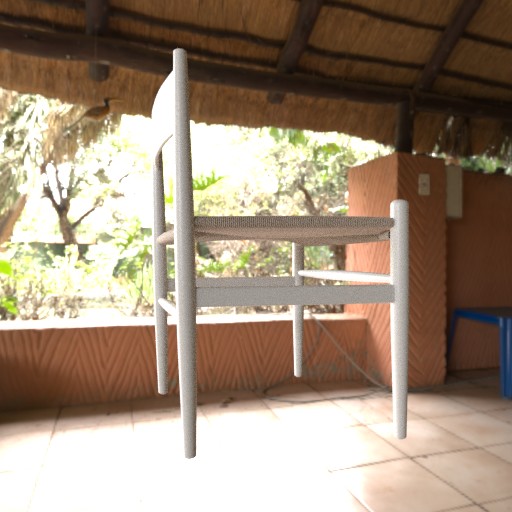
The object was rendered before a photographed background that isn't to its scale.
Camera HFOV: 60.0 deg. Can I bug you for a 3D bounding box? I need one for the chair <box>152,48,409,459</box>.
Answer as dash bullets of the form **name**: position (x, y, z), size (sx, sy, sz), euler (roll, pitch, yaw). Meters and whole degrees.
- **chair**: position (0.000, 0.000, 1.096), size (0.495, 0.762, 0.556), euler (0, -1, -18)
